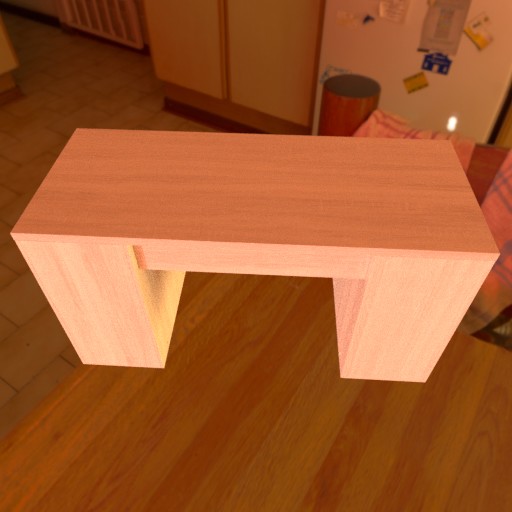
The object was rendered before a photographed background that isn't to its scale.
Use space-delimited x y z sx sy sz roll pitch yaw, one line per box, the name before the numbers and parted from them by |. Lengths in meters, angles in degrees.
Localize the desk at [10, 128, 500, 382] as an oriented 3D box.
desk | 0.000 0.000 1.723 1.390 0.740 0.600 2 47 2
